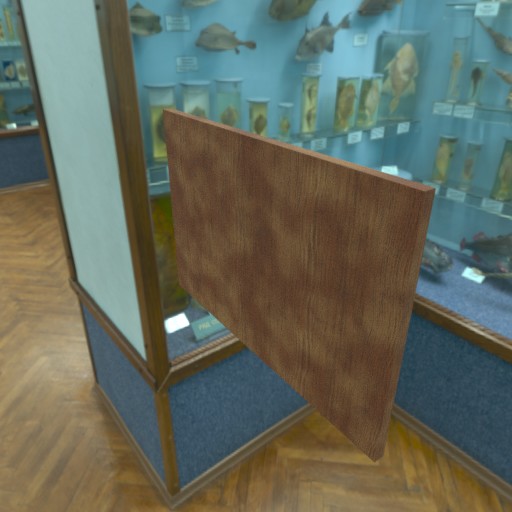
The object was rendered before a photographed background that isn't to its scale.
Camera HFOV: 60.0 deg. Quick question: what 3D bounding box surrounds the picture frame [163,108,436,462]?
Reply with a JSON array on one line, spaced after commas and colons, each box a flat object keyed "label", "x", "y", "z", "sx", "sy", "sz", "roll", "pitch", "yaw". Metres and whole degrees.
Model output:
[{"label": "picture frame", "x": 0.000, "y": 0.000, "z": 1.199, "sx": 0.029, "sy": 0.640, "sz": 0.950, "roll": -19, "pitch": 33, "yaw": -31}]
